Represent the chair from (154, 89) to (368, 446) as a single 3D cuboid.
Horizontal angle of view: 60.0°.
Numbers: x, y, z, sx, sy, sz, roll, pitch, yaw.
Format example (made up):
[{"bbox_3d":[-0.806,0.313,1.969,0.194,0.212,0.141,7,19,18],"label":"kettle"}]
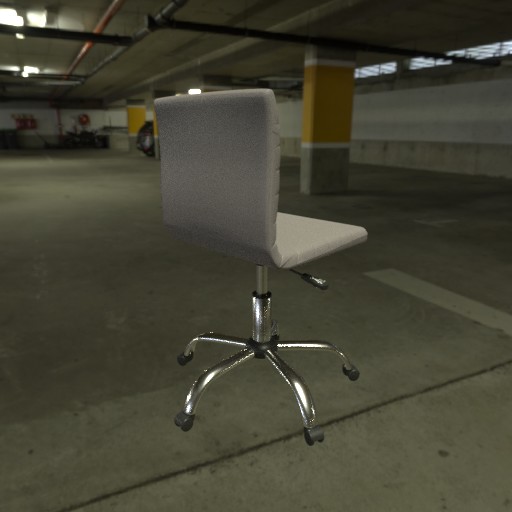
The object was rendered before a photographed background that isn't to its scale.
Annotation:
[{"bbox_3d":[0.000,0.000,1.147,0.530,0.780,0.556,-15,22,-42],"label":"chair"}]
